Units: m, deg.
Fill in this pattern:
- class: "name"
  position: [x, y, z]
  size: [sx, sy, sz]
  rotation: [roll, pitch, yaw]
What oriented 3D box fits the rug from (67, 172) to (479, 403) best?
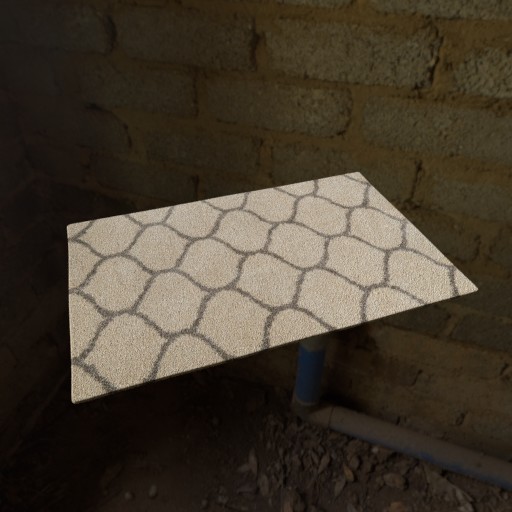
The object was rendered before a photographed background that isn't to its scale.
- class: "rug"
  position: [0.000, 0.000, 2.925]
  size: [2.348, 0.024, 1.501]
  rotation: [-12, 42, -14]
